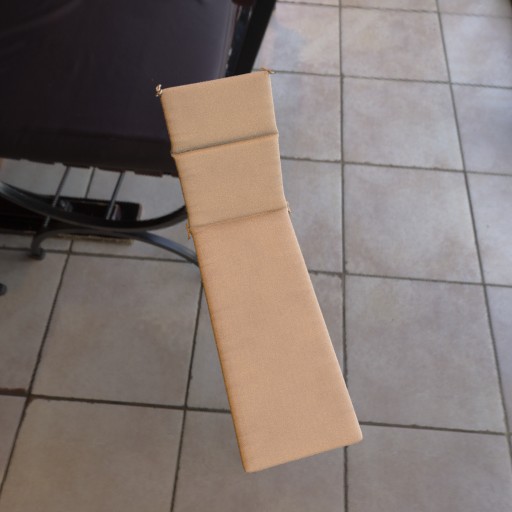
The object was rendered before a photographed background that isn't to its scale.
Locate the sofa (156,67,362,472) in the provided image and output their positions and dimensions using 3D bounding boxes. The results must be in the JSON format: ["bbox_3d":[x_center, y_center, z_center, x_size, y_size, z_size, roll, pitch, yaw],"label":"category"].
[{"bbox_3d":[0.000,0.000,1.965,0.582,0.622,1.663,-13,65,-6],"label":"sofa"}]
